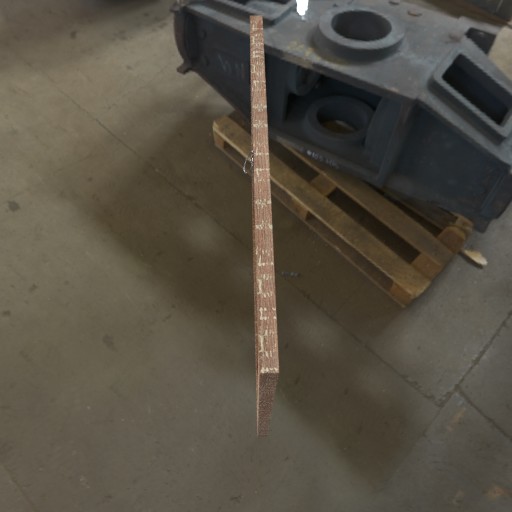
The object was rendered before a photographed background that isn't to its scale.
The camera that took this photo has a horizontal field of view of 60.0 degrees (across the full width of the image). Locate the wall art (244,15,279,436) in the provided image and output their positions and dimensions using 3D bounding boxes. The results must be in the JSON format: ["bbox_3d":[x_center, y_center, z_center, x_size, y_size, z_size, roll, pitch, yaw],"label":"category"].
[{"bbox_3d":[0.000,0.000,0.552,0.022,0.380,0.380,-1,62,-1],"label":"wall art"}]
